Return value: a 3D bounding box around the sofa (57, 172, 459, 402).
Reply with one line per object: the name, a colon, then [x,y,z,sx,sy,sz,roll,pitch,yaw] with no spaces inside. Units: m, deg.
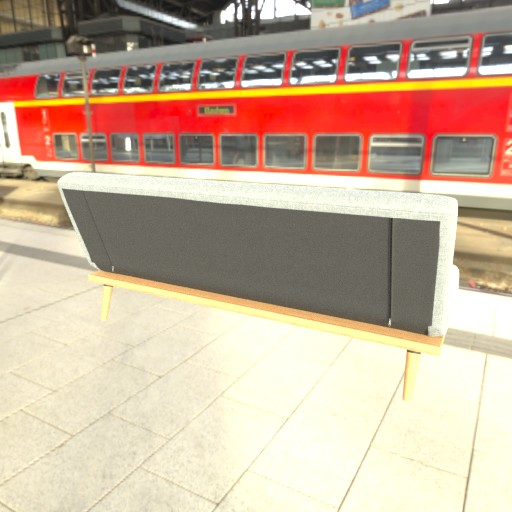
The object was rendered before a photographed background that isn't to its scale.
sofa: [0.000,0.000,2.188,1.820,0.800,0.800,8,18,27]
